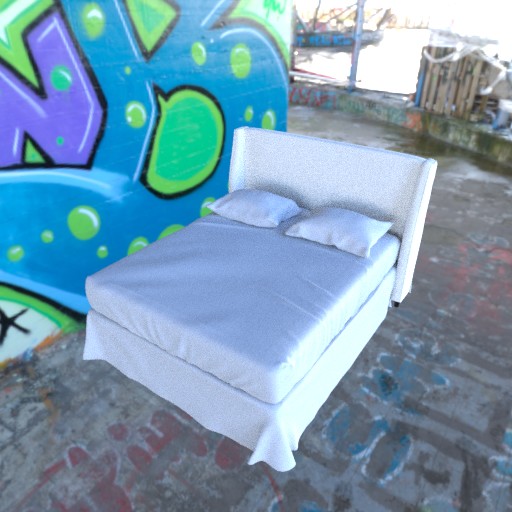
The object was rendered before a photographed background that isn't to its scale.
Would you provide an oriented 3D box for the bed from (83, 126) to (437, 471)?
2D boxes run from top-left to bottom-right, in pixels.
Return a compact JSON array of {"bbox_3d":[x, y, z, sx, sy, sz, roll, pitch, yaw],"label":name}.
[{"bbox_3d":[0.000,0.000,3.456,1.925,1.332,2.276,19,35,30],"label":"bed"}]
